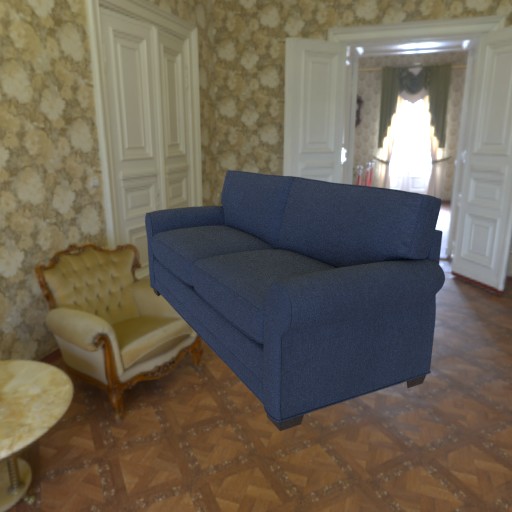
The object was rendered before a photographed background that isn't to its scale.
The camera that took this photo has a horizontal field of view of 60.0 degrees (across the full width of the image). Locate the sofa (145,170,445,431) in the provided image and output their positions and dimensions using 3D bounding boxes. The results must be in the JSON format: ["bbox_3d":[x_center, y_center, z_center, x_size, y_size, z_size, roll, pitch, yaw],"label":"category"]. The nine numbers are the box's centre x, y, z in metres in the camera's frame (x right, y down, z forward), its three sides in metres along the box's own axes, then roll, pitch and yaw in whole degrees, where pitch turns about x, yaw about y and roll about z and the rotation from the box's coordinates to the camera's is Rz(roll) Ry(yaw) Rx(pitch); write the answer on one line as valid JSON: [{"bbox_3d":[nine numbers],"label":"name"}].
[{"bbox_3d":[0.000,0.000,2.951,0.954,1.026,2.391,-7,16,-26],"label":"sofa"}]
